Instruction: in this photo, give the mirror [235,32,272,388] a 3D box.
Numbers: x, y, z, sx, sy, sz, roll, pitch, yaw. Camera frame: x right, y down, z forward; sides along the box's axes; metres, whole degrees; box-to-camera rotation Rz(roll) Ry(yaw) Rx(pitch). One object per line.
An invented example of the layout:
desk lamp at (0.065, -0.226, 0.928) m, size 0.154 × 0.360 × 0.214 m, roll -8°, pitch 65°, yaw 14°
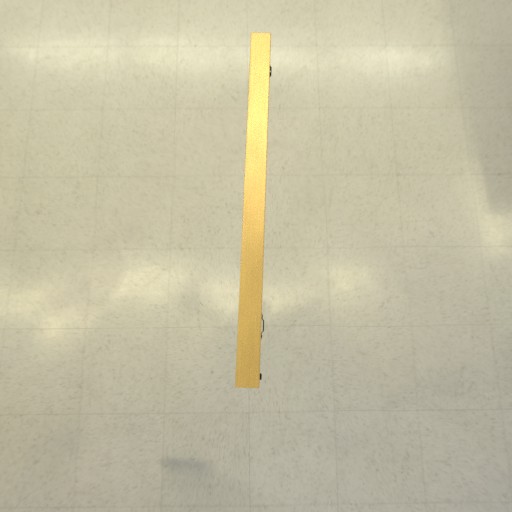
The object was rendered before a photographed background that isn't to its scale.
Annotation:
mirror at (0.000, 0.000, 1.168) m, size 0.040 × 0.915 × 0.609 m, roll 2°, pitch 77°, yaw 0°
